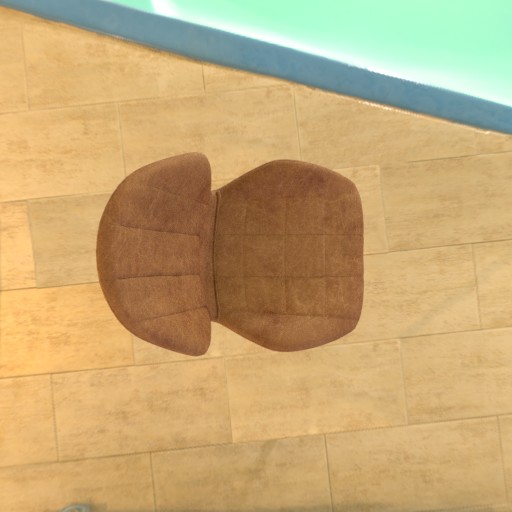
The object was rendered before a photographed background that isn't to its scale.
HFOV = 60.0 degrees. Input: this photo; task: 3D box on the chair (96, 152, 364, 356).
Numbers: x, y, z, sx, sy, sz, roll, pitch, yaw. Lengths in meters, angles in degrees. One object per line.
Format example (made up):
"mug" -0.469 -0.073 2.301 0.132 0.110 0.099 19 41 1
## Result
"chair" 0.000 0.000 1.323 0.640 0.929 0.527 0 89 -1
